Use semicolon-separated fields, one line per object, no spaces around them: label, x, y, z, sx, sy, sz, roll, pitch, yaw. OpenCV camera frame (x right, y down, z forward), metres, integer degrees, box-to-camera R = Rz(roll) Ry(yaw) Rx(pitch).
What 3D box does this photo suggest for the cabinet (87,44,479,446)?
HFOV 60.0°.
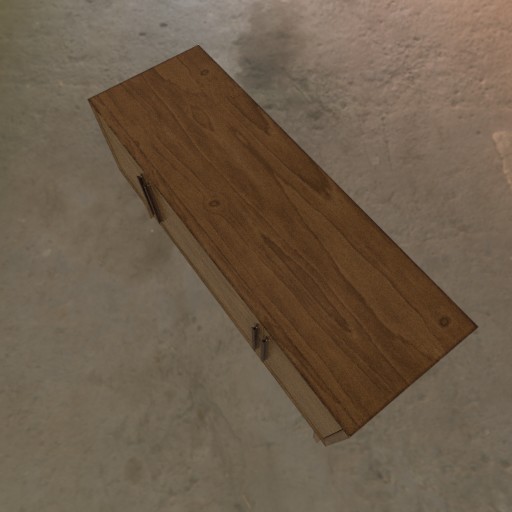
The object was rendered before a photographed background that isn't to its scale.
cabinet;0.000;0.000;1.726;0.477;0.802;1.363;-34;69;-15
